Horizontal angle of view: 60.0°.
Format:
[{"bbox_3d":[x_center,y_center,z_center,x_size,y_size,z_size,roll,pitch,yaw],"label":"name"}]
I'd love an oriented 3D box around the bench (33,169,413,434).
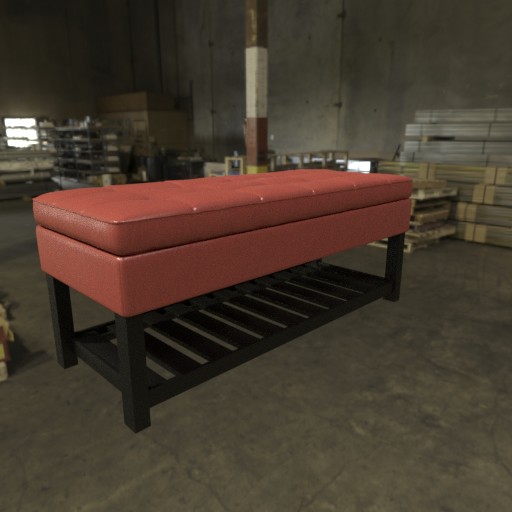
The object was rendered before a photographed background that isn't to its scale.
[{"bbox_3d":[0.000,0.000,1.338,1.105,0.460,0.432,-15,21,-42],"label":"bench"}]
